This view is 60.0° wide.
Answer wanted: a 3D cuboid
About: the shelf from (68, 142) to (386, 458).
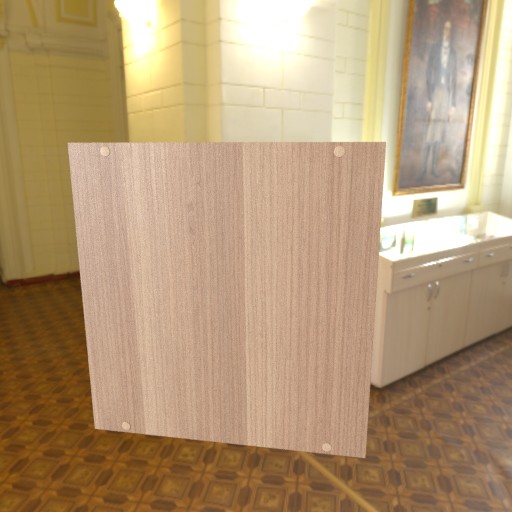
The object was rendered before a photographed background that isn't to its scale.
[{"bbox_3d":[0.000,0.000,0.627,0.290,0.305,0.415,2,14,9],"label":"shelf"}]
